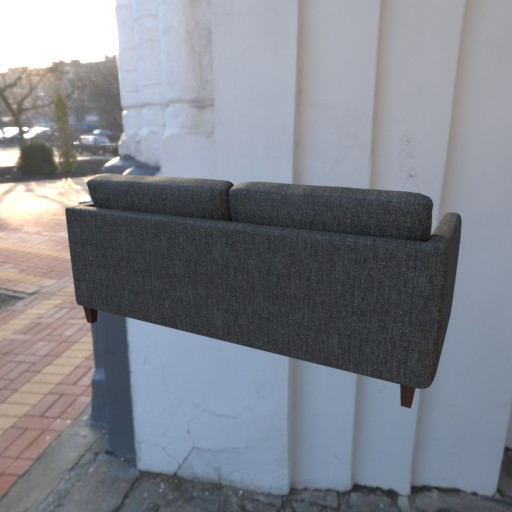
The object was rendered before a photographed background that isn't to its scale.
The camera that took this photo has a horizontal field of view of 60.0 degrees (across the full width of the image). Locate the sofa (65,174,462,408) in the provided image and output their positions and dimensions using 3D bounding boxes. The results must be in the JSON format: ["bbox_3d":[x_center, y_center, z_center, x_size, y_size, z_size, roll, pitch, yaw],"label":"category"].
[{"bbox_3d":[0.000,0.000,2.699,2.208,0.960,0.948,8,18,26],"label":"sofa"}]
